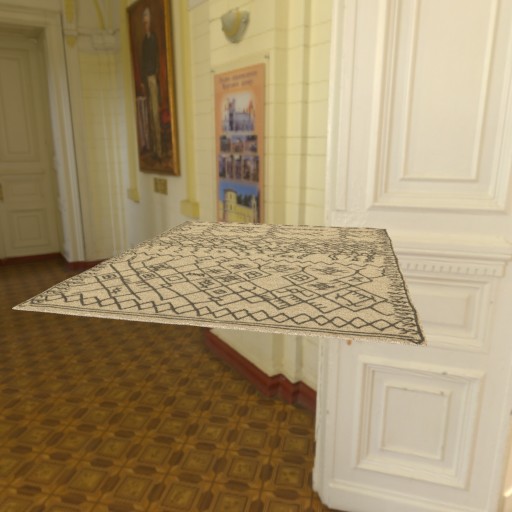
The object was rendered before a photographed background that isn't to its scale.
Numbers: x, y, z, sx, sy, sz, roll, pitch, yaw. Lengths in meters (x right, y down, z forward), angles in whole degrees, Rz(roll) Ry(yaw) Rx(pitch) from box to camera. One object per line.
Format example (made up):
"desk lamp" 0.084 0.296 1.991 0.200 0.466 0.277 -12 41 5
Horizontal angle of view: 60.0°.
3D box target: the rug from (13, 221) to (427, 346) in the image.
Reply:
"rug" 0.000 0.000 3.144 1.964 0.025 2.455 3 15 12
